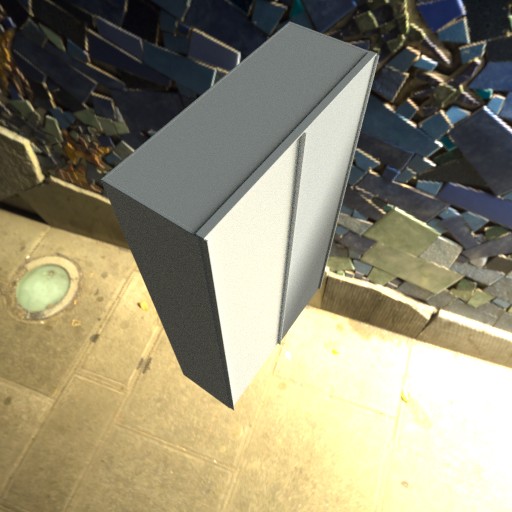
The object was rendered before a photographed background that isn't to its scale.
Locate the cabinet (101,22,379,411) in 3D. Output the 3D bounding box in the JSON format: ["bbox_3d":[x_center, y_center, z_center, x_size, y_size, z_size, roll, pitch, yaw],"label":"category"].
[{"bbox_3d":[0.000,0.000,2.681,0.480,2.160,1.250,30,62,18],"label":"cabinet"}]
